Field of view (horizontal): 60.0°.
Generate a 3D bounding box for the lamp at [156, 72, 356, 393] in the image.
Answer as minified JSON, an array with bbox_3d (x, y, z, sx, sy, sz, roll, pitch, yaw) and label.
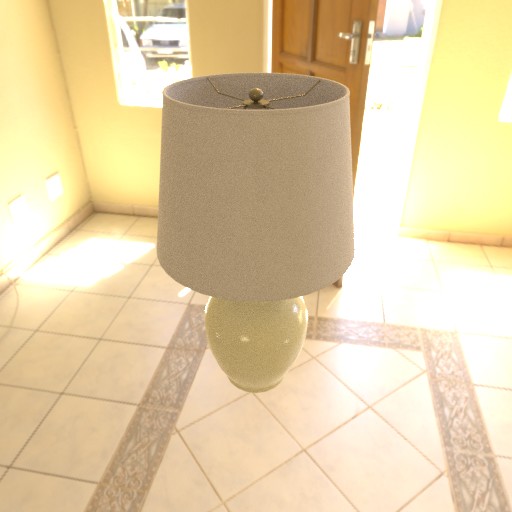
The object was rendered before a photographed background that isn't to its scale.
[{"bbox_3d":[0.000,0.000,0.554,0.239,0.399,0.239,0,32,0],"label":"lamp"}]
